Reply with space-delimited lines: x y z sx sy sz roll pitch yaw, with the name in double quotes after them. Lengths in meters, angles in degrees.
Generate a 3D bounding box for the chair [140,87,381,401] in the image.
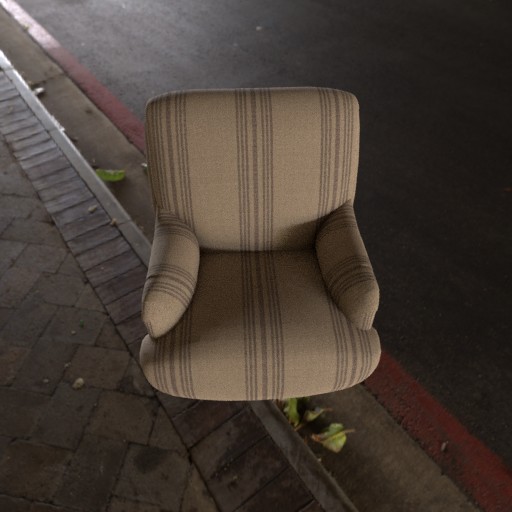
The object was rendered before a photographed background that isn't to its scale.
0.000 0.000 1.621 0.813 0.940 0.914 -2 46 -2 "chair"
